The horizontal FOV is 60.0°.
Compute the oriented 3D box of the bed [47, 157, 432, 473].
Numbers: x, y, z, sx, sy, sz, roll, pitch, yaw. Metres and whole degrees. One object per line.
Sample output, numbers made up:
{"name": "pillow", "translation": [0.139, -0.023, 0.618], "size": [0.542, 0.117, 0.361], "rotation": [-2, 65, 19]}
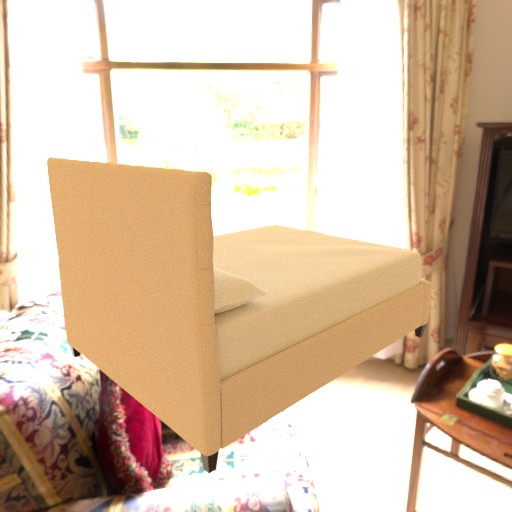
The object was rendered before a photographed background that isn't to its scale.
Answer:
{"name": "bed", "translation": [0.000, 0.000, 3.226], "size": [2.233, 1.426, 1.696], "rotation": [-14, 21, -42]}
